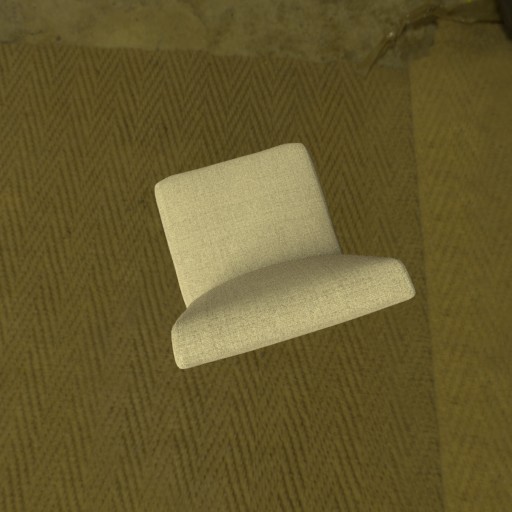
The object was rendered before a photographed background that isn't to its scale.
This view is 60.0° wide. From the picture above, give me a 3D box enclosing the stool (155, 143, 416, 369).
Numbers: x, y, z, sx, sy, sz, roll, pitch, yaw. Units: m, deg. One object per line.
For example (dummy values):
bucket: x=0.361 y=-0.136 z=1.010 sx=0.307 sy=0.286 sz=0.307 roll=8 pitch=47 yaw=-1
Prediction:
stool: x=0.000 y=0.000 z=1.280 sx=0.459 sy=1.010 sz=0.526 roll=-16 pitch=77 yaw=-4
